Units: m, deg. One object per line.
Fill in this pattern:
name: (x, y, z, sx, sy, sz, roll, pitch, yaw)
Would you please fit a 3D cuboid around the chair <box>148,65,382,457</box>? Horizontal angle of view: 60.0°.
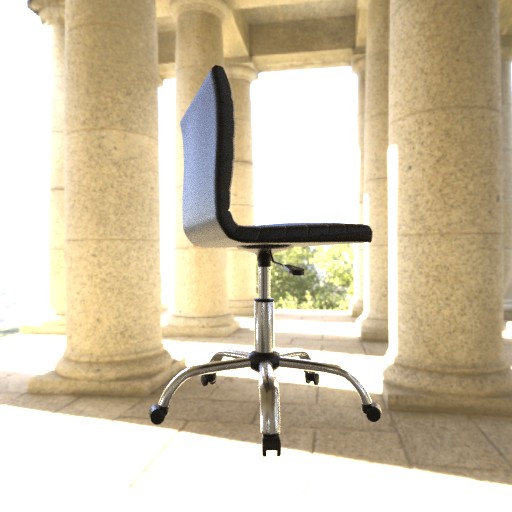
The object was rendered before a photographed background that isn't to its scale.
chair: (0.000, 0.000, 1.123, 0.530, 0.780, 0.556, 0, 0, -20)
